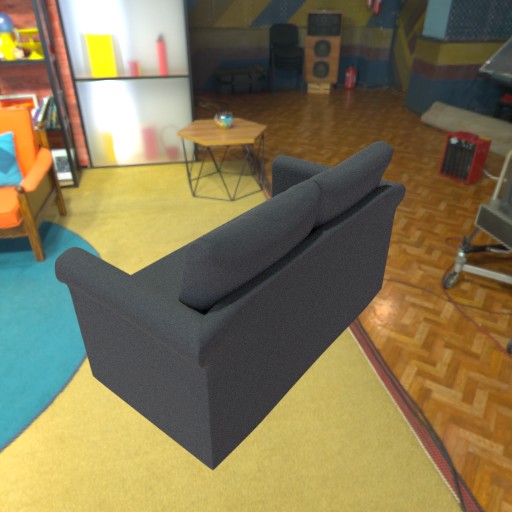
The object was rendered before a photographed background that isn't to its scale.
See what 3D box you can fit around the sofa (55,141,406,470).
[{"bbox_3d":[0.000,0.000,1.987,0.741,0.872,1.460,22,38,32],"label":"sofa"}]
